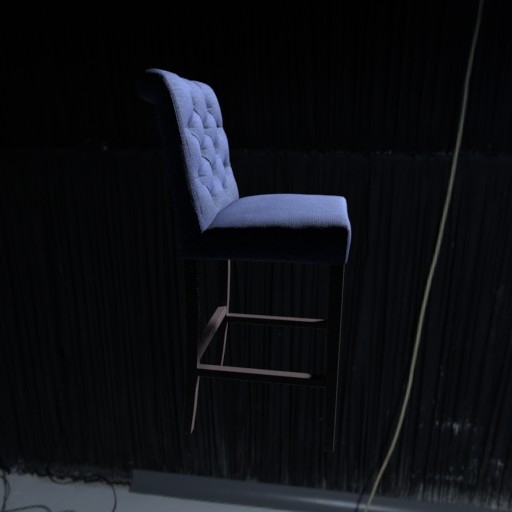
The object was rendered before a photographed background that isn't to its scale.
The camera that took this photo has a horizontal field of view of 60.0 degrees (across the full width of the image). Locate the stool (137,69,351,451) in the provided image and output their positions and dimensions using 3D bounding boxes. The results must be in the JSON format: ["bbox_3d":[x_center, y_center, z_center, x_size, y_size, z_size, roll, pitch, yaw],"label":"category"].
[{"bbox_3d":[0.000,0.000,1.503,0.601,1.140,0.493,3,17,9],"label":"stool"}]
